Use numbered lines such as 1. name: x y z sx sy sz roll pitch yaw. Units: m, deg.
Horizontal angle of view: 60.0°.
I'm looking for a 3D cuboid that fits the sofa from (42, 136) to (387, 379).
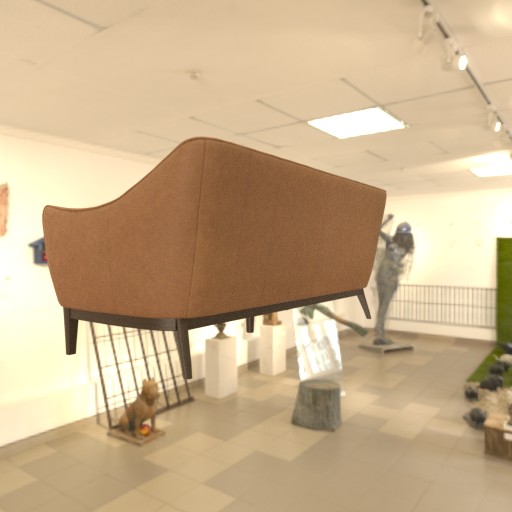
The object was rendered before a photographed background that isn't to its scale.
1. sofa: 0.000 0.000 2.376 0.869 0.830 1.928 1 1 36
